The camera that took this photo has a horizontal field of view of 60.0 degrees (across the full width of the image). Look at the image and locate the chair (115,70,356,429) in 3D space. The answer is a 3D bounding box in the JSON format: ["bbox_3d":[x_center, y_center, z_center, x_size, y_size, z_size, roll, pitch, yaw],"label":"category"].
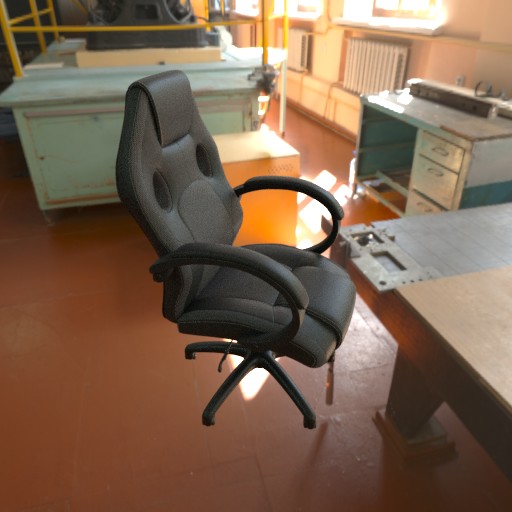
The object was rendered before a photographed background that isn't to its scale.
[{"bbox_3d":[0.000,0.000,1.583,0.724,1.187,0.673,10,32,16],"label":"chair"}]
